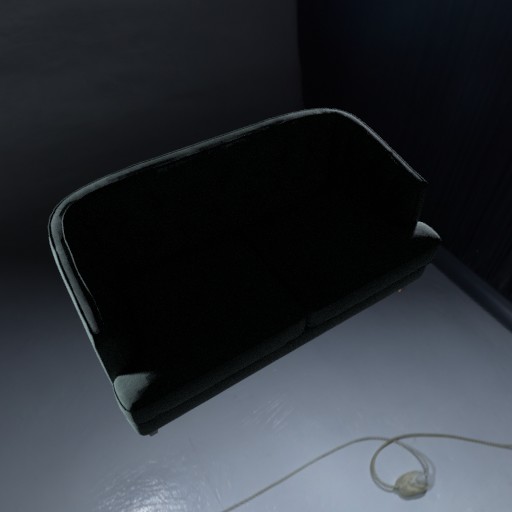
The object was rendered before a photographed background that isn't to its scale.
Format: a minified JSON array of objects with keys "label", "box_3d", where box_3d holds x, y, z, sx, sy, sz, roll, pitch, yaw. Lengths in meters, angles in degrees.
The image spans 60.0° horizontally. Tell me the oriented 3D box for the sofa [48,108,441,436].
[{"label":"sofa","box_3d":[0.000,0.000,2.238,1.733,0.855,0.941,-25,52,-21]}]
